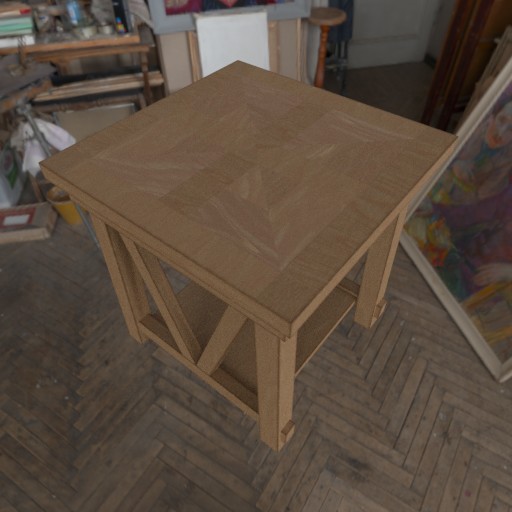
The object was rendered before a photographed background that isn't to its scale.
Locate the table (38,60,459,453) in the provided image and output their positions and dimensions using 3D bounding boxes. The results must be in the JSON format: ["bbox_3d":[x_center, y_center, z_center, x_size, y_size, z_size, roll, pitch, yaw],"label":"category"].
[{"bbox_3d":[0.000,0.000,1.137,0.612,0.638,0.610,30,54,25],"label":"table"}]
